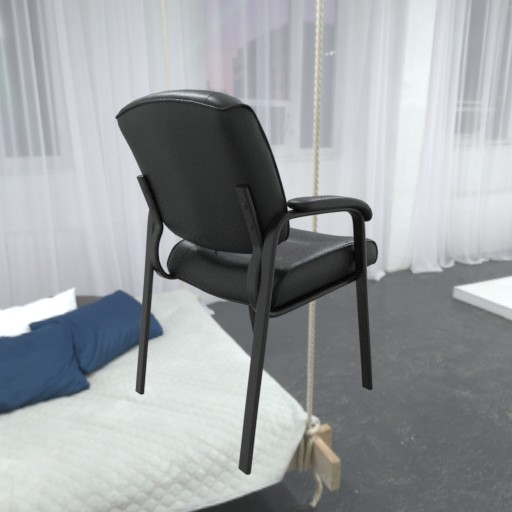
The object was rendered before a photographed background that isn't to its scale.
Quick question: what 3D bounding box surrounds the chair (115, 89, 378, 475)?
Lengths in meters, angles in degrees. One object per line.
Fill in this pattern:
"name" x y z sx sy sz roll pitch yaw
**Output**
"chair" 0.000 0.000 1.354 0.668 0.910 0.591 -14 20 -43
